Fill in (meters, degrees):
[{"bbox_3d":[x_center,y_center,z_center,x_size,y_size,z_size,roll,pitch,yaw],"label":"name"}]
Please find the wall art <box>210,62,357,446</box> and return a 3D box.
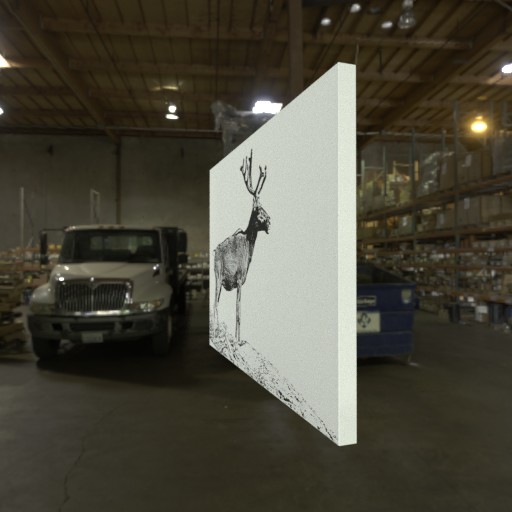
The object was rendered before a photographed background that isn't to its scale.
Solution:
[{"bbox_3d":[0.000,0.000,1.145,0.033,0.617,0.906,0,-1,-19],"label":"wall art"}]
